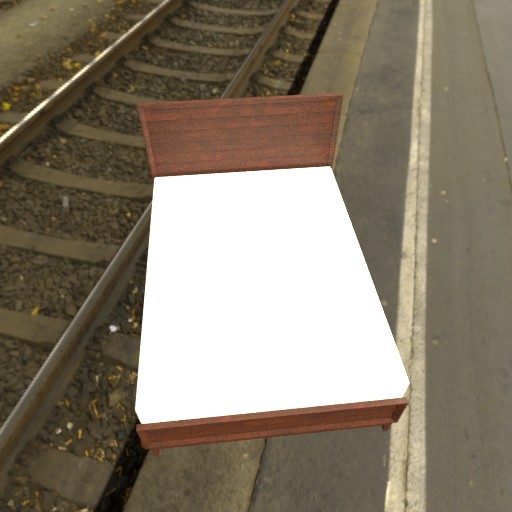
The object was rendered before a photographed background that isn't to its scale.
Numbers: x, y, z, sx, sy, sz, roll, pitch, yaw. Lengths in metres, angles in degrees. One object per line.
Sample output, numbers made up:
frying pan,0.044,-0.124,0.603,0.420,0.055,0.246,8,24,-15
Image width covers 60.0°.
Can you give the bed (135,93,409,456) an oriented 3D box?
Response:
bed,0.000,0.000,3.170,1.600,1.270,2.184,-4,47,-4
